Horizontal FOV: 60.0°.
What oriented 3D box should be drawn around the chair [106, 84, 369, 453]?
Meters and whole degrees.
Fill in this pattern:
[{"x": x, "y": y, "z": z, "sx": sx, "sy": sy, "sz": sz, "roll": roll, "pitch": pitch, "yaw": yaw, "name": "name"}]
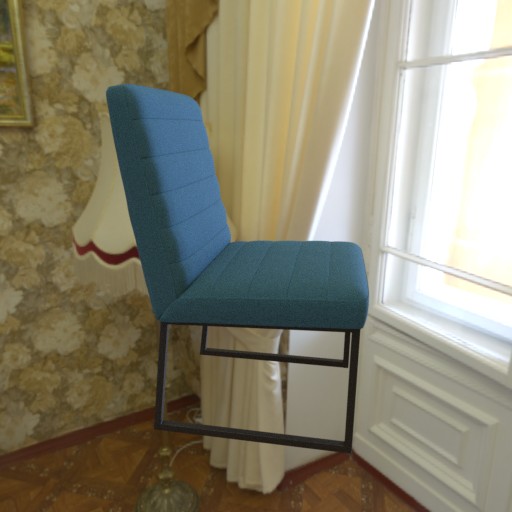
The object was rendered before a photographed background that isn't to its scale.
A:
[{"x": 0.000, "y": 0.000, "z": 1.315, "sx": 0.634, "sy": 0.930, "sz": 0.520, "roll": 3, "pitch": 16, "yaw": 10, "name": "chair"}]
